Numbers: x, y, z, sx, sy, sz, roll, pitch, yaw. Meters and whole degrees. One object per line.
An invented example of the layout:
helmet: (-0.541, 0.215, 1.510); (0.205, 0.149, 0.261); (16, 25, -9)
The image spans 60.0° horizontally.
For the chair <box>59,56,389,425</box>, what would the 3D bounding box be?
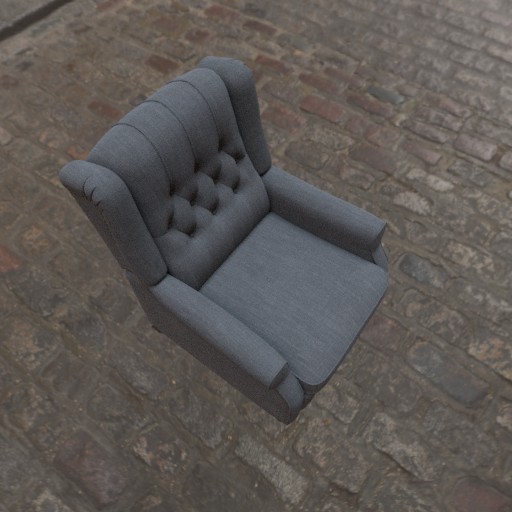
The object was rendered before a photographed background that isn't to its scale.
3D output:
chair: (0.000, 0.000, 1.604); (0.898, 1.035, 0.742); (32, 64, 18)
